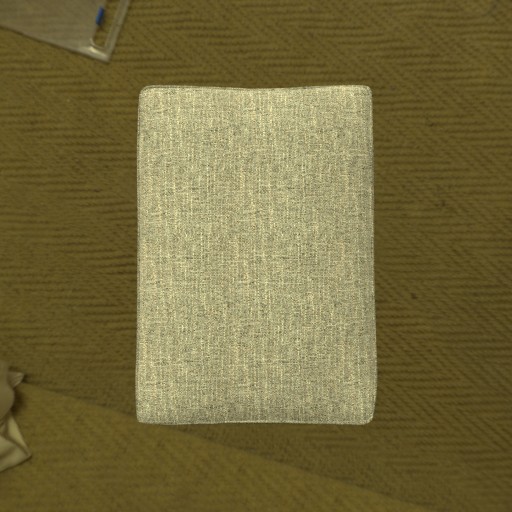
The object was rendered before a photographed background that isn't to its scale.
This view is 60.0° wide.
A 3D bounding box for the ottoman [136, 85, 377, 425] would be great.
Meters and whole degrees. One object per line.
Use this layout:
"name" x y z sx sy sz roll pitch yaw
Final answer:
"ottoman" 0.000 0.000 1.014 0.508 0.406 0.686 0 88 0
